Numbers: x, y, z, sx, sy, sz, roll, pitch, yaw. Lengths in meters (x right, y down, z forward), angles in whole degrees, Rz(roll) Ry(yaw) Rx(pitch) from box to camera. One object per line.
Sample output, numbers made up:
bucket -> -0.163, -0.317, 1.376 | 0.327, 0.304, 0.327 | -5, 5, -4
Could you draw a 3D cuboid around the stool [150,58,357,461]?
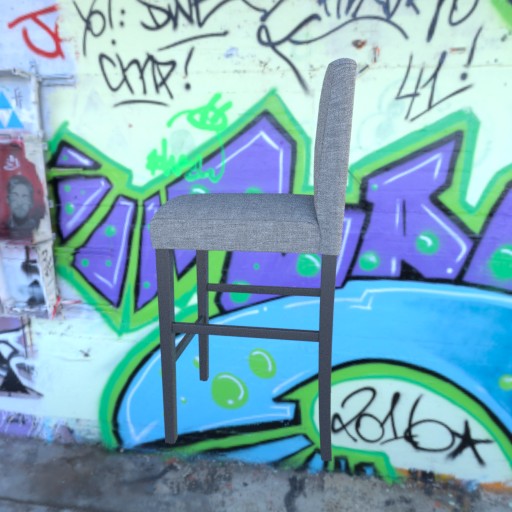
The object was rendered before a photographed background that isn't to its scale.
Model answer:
stool -> 0.000, 0.000, 1.414 | 0.552, 1.138, 0.451 | 2, 14, 9
